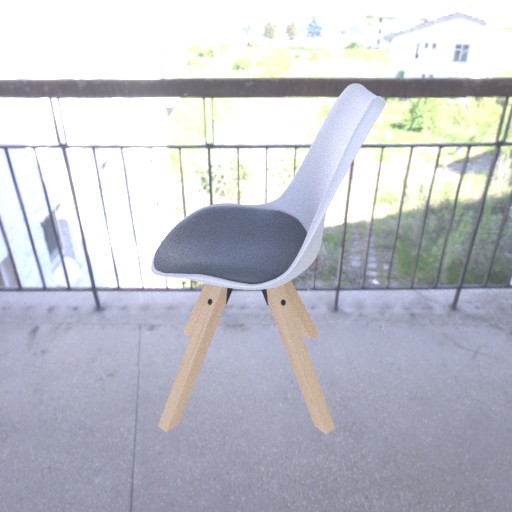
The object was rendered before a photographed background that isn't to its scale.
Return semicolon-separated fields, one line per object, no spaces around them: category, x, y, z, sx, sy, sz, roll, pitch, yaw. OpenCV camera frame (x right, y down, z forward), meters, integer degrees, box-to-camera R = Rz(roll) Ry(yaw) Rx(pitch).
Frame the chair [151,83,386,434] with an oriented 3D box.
chair;0.000;0.000;1.197;0.550;0.850;0.485;0;28;1
